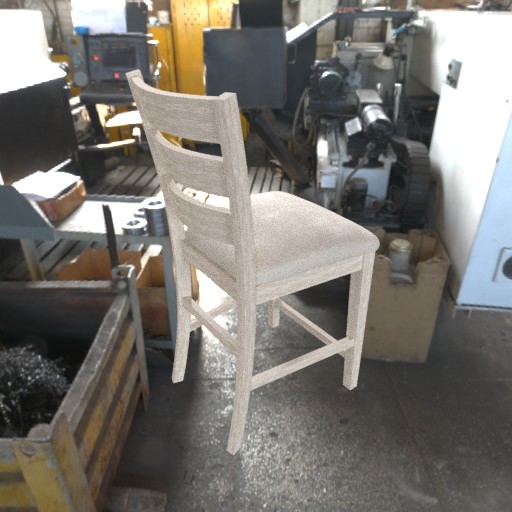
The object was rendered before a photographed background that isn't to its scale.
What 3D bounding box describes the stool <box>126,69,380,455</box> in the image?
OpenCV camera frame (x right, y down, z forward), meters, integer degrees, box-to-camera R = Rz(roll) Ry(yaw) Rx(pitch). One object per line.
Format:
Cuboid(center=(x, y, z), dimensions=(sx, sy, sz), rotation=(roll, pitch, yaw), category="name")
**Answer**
Cuboid(center=(0.000, 0.000, 1.332), dimensions=(0.569, 1.032, 0.484), rotation=(-20, 35, -32), category="stool")
